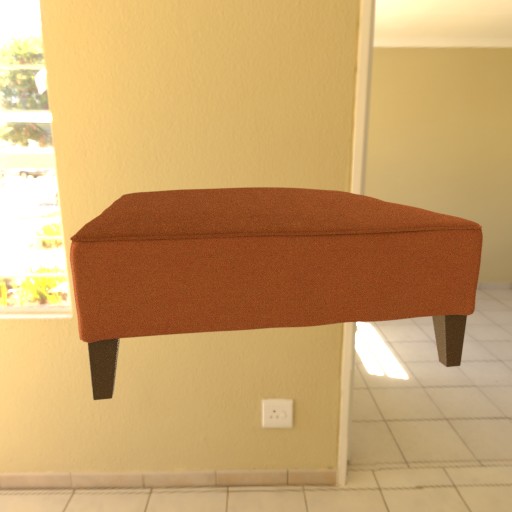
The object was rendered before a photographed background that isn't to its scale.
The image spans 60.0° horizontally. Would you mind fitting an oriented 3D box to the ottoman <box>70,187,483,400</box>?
[{"bbox_3d":[0.000,0.000,1.523,0.997,0.438,0.999,-2,13,-10],"label":"ottoman"}]
